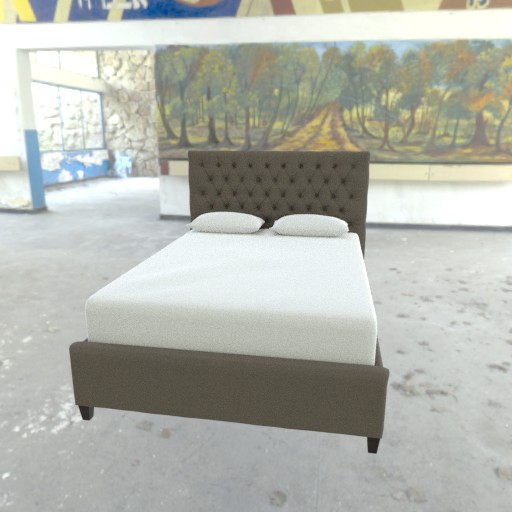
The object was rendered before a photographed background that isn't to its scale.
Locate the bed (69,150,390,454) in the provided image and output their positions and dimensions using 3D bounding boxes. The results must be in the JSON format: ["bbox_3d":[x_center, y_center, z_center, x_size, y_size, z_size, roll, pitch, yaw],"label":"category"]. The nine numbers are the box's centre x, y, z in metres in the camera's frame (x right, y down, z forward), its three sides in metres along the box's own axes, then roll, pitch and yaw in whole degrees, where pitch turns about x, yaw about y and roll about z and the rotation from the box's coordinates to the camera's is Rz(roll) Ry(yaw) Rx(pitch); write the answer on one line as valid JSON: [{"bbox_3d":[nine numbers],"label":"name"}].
[{"bbox_3d":[0.000,0.000,3.227,1.696,1.426,2.233,3,15,10],"label":"bed"}]
